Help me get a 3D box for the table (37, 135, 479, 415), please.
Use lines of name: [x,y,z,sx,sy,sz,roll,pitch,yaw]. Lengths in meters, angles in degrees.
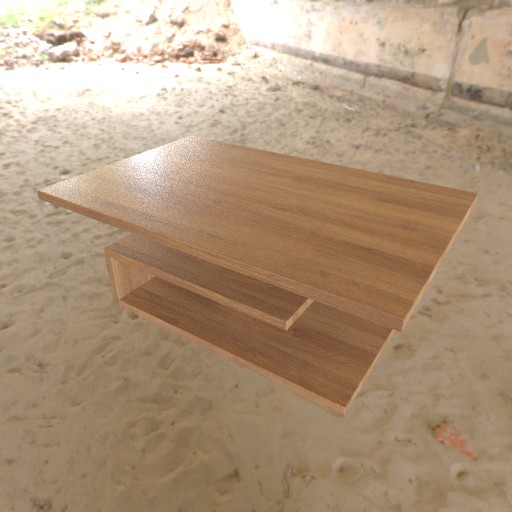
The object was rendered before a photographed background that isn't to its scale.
table: [0.000,0.000,1.420,1.100,0.442,0.700,19,36,28]
